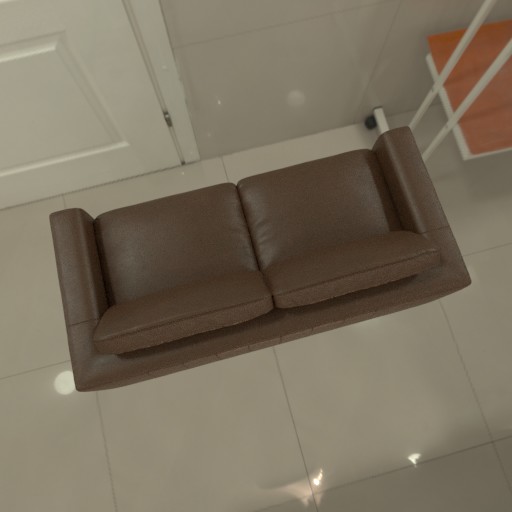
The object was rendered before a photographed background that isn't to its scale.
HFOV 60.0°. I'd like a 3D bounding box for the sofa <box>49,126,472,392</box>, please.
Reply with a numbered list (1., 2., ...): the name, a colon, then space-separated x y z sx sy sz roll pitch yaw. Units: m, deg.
1. sofa: 0.000 0.000 2.700 2.262 0.801 1.070 -15 76 -4
